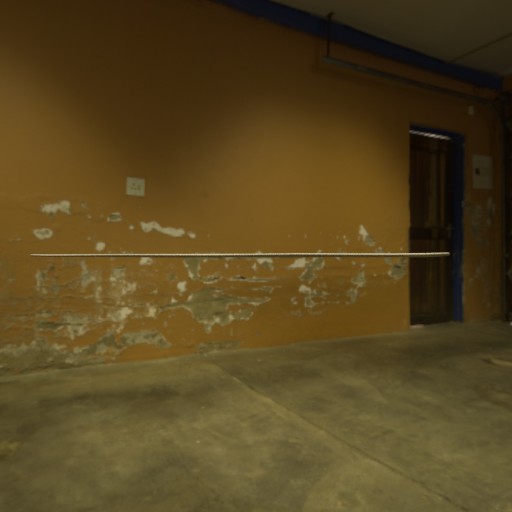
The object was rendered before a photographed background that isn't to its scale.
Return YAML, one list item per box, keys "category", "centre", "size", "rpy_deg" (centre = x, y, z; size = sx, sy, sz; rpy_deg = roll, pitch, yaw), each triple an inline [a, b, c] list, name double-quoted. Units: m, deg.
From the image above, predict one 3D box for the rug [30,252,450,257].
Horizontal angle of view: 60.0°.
- category: "rug"
  centre: [0.000, 0.000, 4.506]
  size: [3.381, 0.026, 2.436]
  rpy_deg: [0, 0, 17]
